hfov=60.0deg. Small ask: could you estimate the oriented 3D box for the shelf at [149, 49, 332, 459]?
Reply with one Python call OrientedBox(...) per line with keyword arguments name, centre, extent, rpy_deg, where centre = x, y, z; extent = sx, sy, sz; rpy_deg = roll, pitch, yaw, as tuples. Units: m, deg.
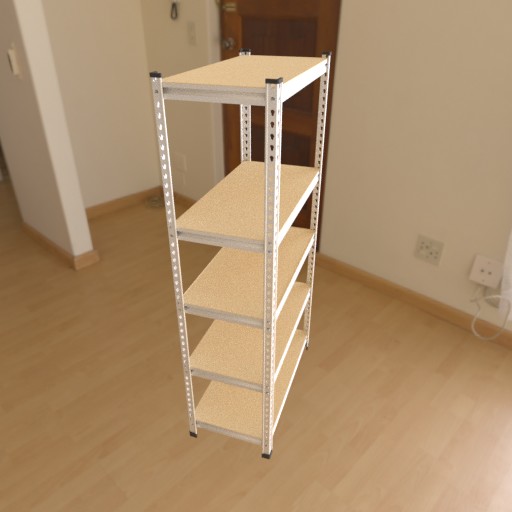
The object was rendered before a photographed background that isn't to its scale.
OrientedBox(name="shelf", centre=(0.000, 0.000, 2.253), extent=(0.457, 1.829, 0.914), rpy_deg=(9, 31, 16))
